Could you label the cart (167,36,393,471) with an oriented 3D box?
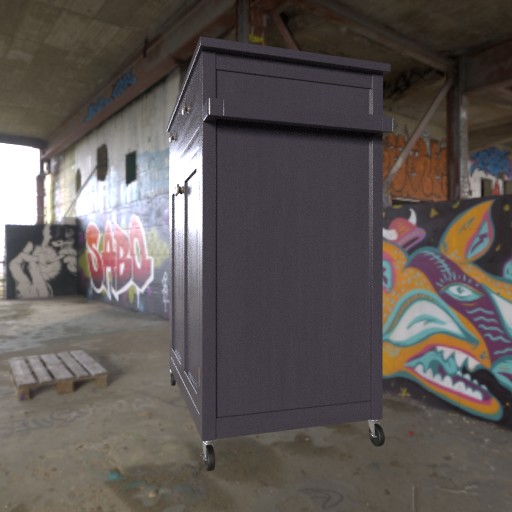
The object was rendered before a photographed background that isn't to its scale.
[{"bbox_3d":[0.000,0.000,1.248,0.449,0.878,0.690,0,0,-17],"label":"cart"}]
